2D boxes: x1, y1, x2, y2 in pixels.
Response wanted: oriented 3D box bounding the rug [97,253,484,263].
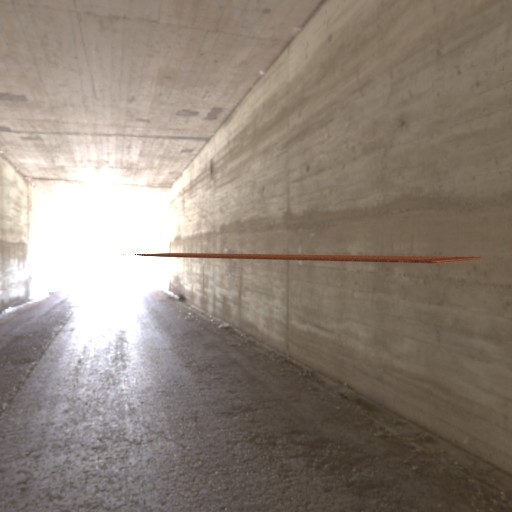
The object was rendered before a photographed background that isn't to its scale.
[{"bbox_3d":[0.000,0.000,2.765,2.471,0.013,0.914,1,1,36],"label":"rug"}]
